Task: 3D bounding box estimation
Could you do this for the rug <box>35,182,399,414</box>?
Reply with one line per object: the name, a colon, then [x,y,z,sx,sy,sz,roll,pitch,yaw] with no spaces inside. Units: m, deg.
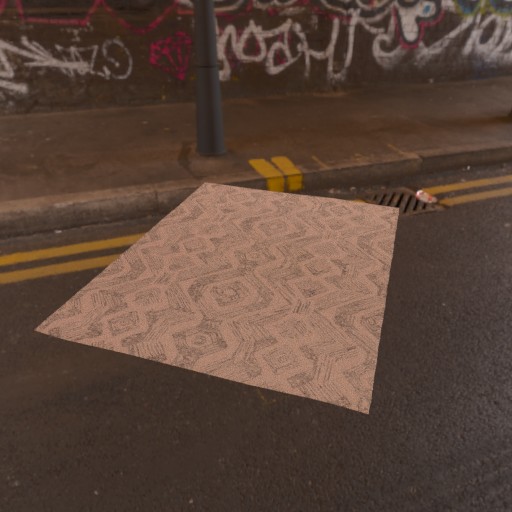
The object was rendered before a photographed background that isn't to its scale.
rug: [0.000,0.000,4.165,2.430,0.030,3.054,10,33,16]
